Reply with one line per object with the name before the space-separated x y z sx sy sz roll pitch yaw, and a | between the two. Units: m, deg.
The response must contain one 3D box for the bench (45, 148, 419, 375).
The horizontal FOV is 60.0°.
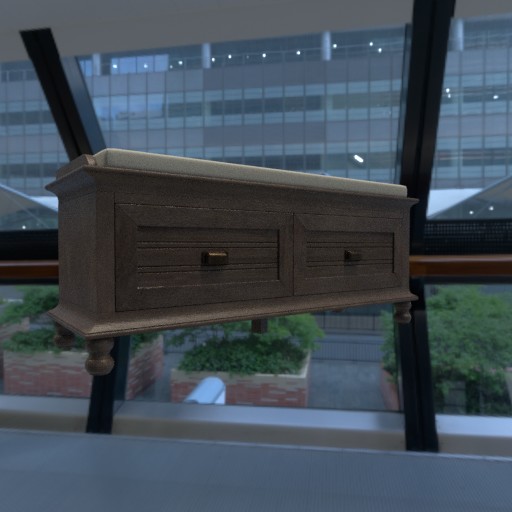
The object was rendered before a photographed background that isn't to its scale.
bench | 0.000 0.000 1.442 1.185 0.501 0.402 -1 2 -36
